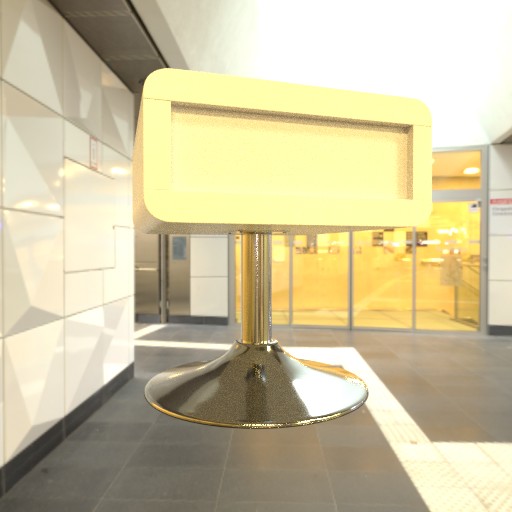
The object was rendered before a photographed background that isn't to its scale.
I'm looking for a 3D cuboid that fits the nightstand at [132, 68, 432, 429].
[{"bbox_3d":[0.000,0.000,0.764,0.399,0.447,0.404,0,1,-17],"label":"nightstand"}]
